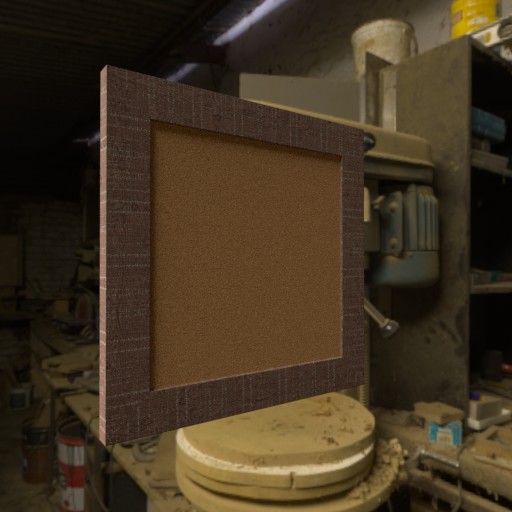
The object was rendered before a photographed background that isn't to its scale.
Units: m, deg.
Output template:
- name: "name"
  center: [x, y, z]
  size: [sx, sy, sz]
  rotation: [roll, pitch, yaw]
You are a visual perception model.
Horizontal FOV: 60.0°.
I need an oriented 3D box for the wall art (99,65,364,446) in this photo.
- name: "wall art"
  center: [0.000, 0.000, 0.781]
  size: [0.531, 0.531, 0.029]
  rotation: [0, -1, -35]
